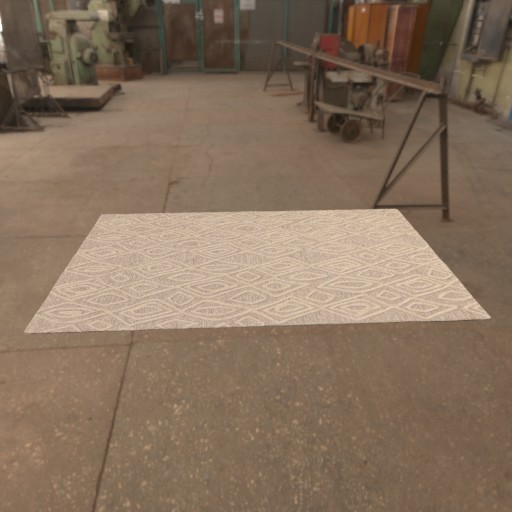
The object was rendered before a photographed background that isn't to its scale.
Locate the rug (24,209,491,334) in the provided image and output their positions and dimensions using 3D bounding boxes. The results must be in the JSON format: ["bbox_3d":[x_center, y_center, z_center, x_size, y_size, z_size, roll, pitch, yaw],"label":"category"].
[{"bbox_3d":[0.000,0.000,2.972,2.442,0.010,1.546,-1,28,-2],"label":"rug"}]
